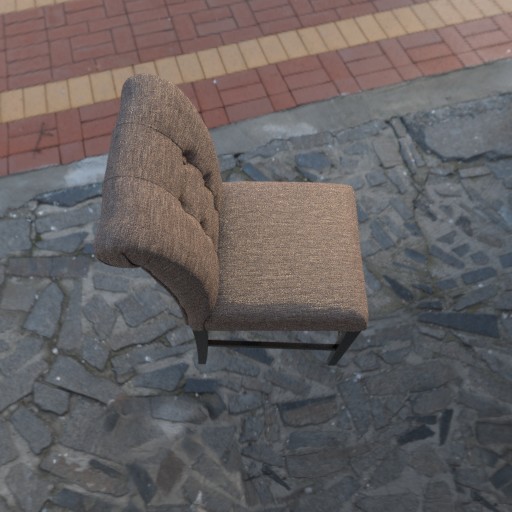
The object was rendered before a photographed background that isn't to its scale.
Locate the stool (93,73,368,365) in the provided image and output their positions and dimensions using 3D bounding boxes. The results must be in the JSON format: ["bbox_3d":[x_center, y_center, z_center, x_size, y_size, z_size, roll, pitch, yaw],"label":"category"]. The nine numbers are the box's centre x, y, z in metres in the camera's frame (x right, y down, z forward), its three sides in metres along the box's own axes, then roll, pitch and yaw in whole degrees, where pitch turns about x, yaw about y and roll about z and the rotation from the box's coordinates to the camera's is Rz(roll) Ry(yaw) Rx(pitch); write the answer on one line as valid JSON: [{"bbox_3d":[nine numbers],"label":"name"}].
[{"bbox_3d":[0.000,0.000,1.306,0.611,0.970,0.457,0,64,0],"label":"stool"}]
